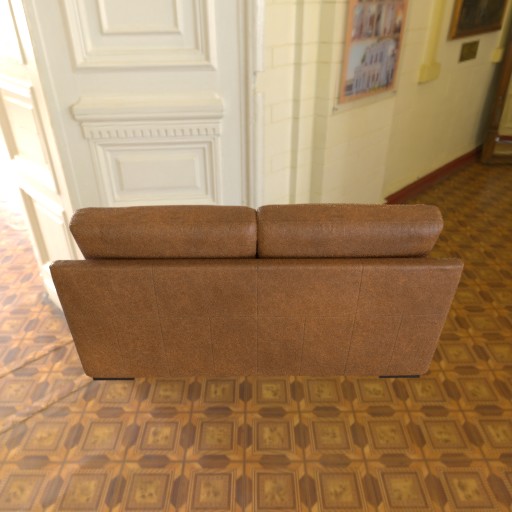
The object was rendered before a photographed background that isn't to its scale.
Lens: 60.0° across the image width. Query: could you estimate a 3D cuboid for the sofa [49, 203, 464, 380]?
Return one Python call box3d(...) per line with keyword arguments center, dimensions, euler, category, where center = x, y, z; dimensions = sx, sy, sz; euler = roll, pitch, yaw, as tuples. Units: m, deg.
box3d(center=(0.000, 0.000, 2.531), dimensions=(1.880, 0.966, 1.144), euler=(0, 31, -1), category="sofa")
